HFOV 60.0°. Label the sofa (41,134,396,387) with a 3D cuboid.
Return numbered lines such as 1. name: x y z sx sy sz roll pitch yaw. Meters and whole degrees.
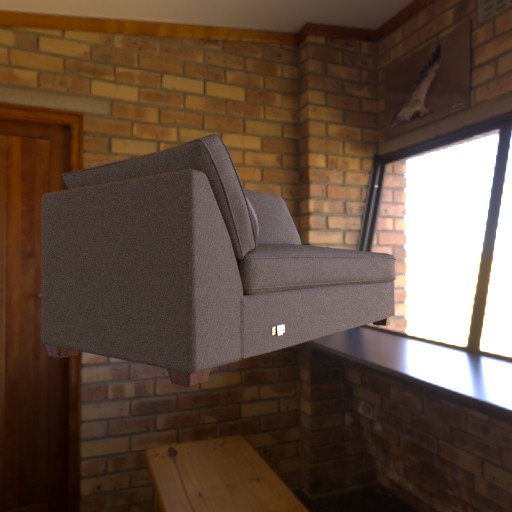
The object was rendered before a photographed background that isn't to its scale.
1. sofa: 0.000 0.000 2.828 1.110 1.033 2.237 -1 -1 36
